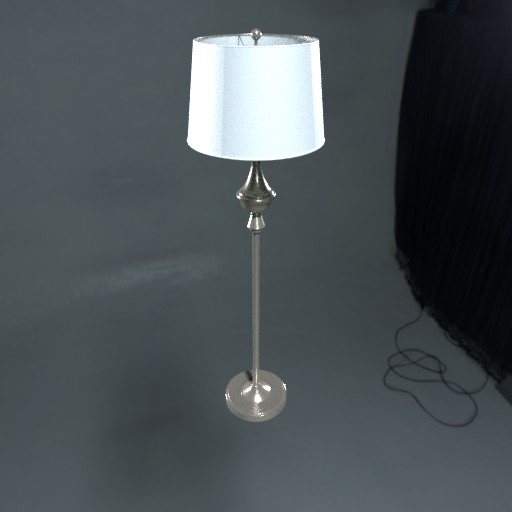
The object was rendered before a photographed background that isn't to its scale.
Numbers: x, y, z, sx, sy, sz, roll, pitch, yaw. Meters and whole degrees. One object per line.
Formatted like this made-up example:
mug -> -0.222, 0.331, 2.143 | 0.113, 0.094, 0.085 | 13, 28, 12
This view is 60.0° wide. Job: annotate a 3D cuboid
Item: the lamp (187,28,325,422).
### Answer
lamp -> 0.000, 0.000, 1.626 | 0.431, 1.488, 0.431 | 0, 31, 0
